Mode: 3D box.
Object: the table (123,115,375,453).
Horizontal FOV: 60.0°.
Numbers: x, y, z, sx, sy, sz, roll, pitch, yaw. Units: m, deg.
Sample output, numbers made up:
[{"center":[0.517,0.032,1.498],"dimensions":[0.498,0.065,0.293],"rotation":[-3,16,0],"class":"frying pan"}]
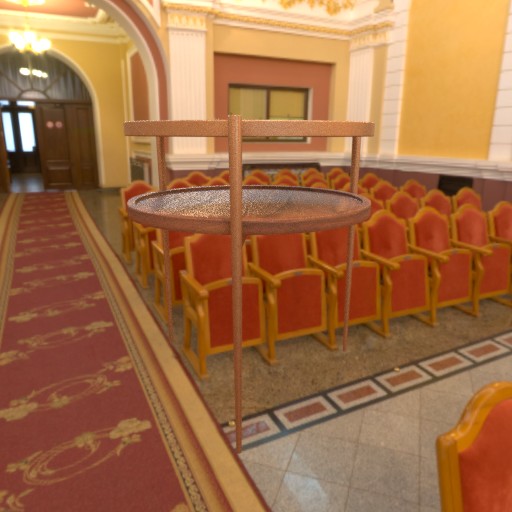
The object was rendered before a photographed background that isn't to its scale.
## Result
[{"center":[0.000,0.000,0.841],"dimensions":[0.456,0.493,0.430],"rotation":[-7,17,-24],"class":"table"}]
